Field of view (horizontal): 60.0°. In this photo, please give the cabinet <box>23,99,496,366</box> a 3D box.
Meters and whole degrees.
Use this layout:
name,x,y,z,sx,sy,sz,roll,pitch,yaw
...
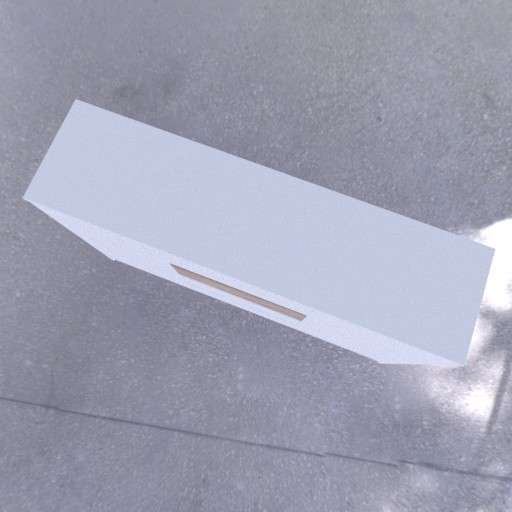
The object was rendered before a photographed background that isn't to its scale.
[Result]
name,x,y,z,sx,sy,sz,roll,pitch,yaw
cabinet,0.000,0.000,1.833,1.450,0.900,0.380,21,78,5
